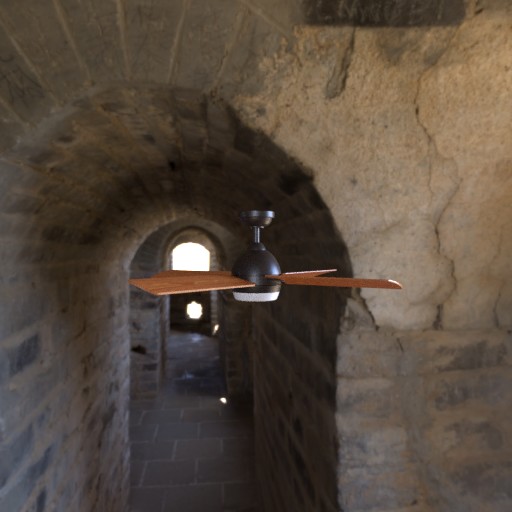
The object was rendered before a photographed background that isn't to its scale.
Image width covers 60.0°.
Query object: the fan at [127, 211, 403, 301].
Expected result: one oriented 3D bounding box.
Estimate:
[{"bbox_3d":[0.000,0.000,2.050,1.332,0.403,1.332,0,1,37],"label":"fan"}]
